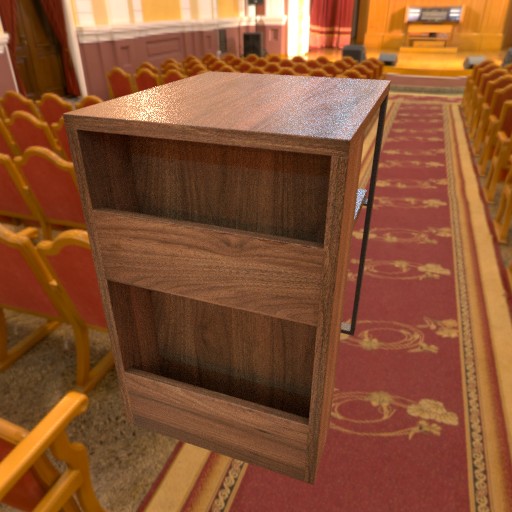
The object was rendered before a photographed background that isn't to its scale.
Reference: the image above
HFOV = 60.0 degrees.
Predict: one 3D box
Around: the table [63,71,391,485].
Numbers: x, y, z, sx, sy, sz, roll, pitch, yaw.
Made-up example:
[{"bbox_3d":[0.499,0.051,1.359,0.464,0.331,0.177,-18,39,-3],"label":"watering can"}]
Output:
[{"bbox_3d":[0.000,0.000,1.497,0.660,1.041,0.786,10,31,17],"label":"table"}]
